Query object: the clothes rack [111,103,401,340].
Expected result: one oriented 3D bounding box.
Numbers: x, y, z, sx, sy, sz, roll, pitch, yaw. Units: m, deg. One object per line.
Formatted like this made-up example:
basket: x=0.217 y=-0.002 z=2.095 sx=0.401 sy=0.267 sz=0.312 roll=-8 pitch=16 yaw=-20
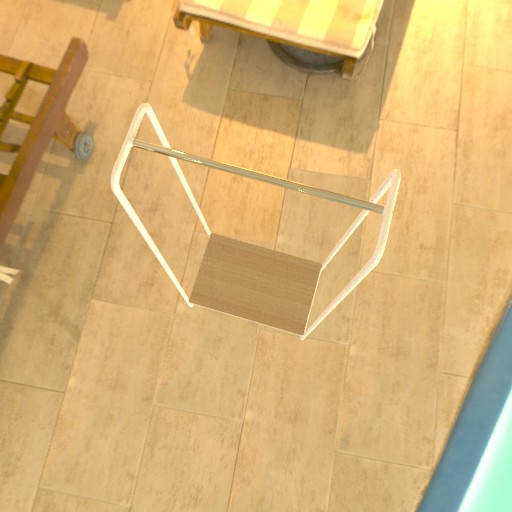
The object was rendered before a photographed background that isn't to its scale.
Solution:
clothes rack: x=0.000 y=0.000 z=1.730 sx=0.640 sy=1.500 sz=0.400 roll=16 pitch=76 yaw=4
